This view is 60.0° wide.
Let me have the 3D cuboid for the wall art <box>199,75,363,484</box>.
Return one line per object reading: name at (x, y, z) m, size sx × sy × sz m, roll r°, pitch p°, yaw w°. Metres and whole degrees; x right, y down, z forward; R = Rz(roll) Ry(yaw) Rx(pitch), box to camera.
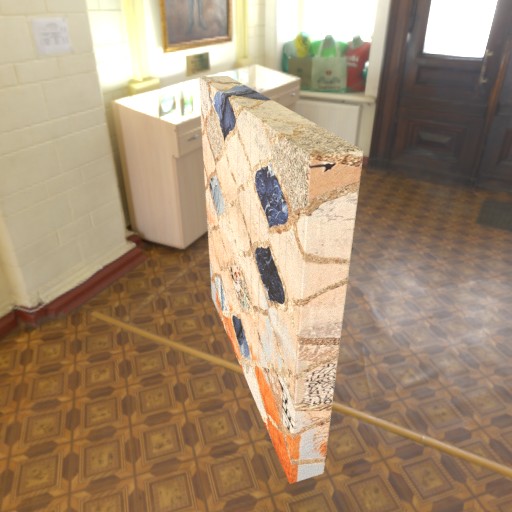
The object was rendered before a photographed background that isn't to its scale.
wall art at (0.000, 0.000, 0.452) m, size 0.036 × 0.304 × 0.303 m, roll -9°, pitch 31°, yaw -16°
